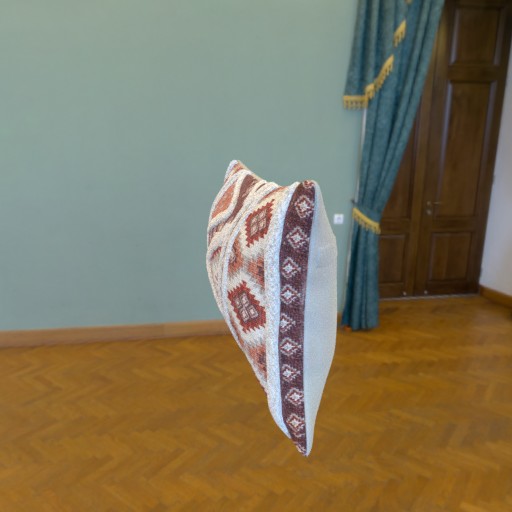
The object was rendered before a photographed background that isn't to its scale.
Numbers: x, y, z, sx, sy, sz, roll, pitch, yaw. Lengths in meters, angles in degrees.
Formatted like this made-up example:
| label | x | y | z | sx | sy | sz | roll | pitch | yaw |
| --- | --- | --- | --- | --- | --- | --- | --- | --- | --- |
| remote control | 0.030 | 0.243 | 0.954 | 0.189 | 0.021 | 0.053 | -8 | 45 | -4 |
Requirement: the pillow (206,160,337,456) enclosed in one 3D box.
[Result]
| label | x | y | z | sx | sy | sz | roll | pitch | yaw |
| --- | --- | --- | --- | --- | --- | --- | --- | --- | --- |
| pillow | 0.000 | 0.000 | 0.727 | 0.161 | 0.295 | 0.608 | -2 | 15 | -9 |
